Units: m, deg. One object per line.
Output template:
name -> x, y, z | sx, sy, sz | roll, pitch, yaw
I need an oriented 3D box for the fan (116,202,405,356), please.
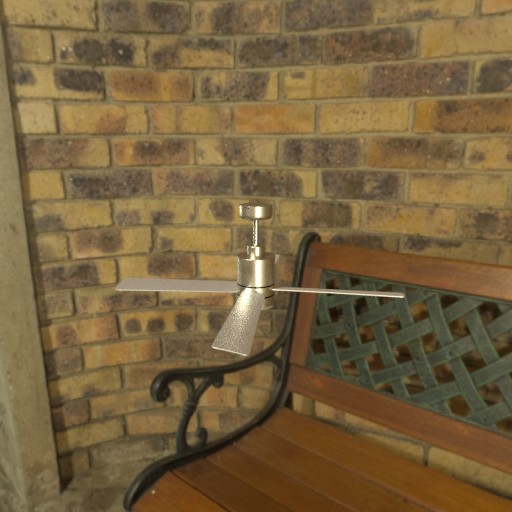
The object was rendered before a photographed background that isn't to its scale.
fan -> 0.000, 0.000, 2.326 | 1.525, 0.539, 1.525 | 2, 14, 8
